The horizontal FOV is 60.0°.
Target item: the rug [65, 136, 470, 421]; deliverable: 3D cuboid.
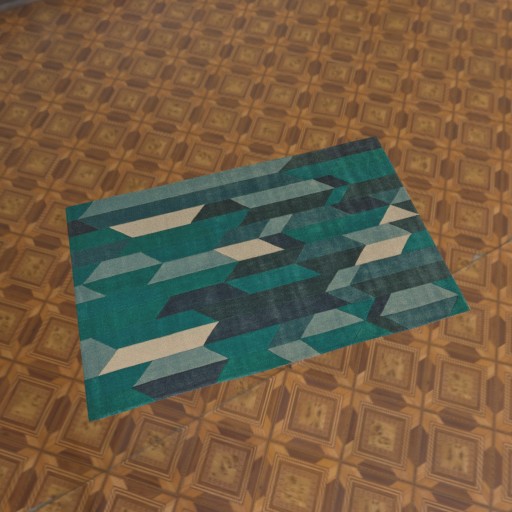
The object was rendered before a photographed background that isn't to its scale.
[{"bbox_3d":[0.000,0.000,3.012,2.420,0.005,1.528,-14,63,-7],"label":"rug"}]
